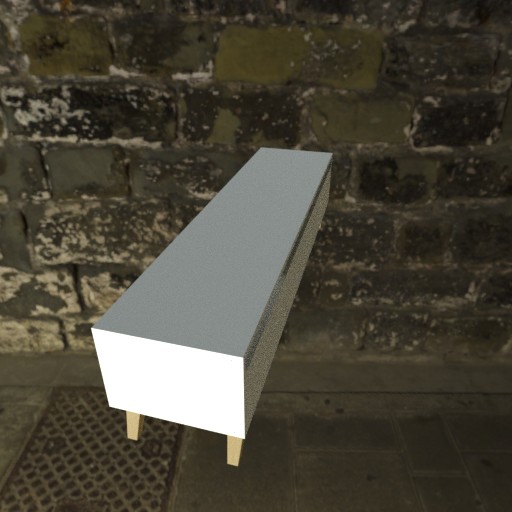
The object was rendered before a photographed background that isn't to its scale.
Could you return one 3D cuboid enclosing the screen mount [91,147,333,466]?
[{"bbox_3d":[0.000,0.000,1.859,0.399,0.432,1.644,8,31,14],"label":"screen mount"}]
